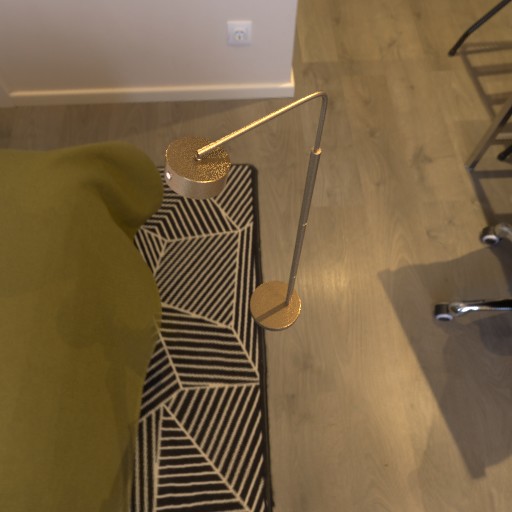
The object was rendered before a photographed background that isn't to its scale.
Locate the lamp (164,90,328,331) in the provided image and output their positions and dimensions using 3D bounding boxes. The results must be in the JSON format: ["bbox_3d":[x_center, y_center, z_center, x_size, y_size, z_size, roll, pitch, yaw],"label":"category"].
[{"bbox_3d":[0.000,0.000,1.371,0.418,1.230,0.219,-30,67,-14],"label":"lamp"}]
